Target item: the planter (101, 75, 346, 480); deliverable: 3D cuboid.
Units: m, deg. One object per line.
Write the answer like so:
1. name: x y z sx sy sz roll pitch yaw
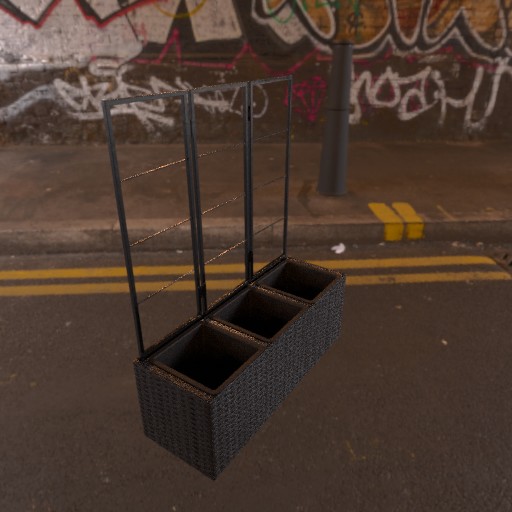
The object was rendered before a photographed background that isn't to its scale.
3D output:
1. planter: 0.000 0.000 1.179 0.244 0.841 0.698 17 31 31
